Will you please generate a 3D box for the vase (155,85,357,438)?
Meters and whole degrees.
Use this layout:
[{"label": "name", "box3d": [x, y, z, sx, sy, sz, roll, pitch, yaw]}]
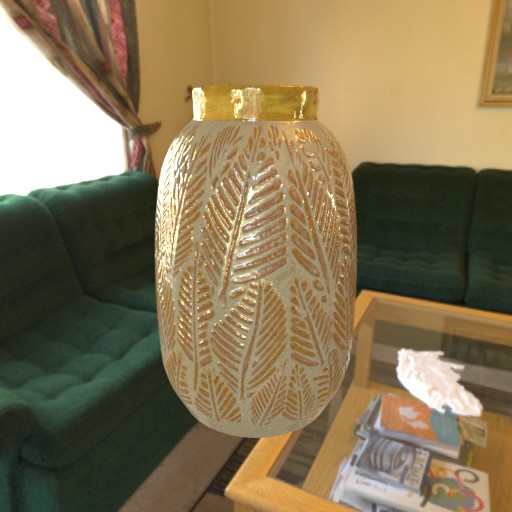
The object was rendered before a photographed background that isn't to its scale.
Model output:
[{"label": "vase", "box3d": [0.000, 0.000, 0.380, 0.172, 0.270, 0.172, 0, 18, 0]}]
